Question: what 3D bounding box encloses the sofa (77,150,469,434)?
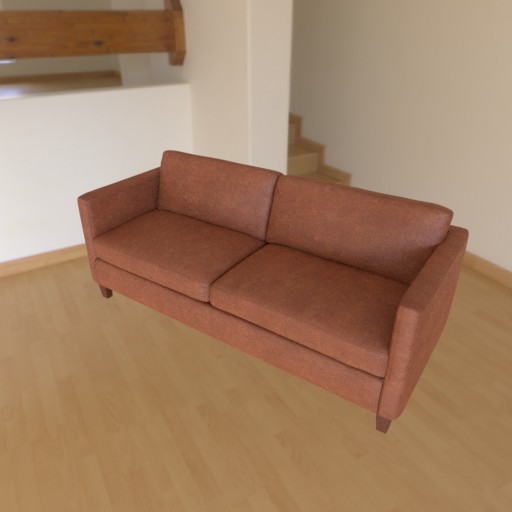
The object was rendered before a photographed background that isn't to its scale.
[{"bbox_3d":[0.000,0.000,2.751,2.204,0.932,0.950,18,34,30],"label":"sofa"}]
